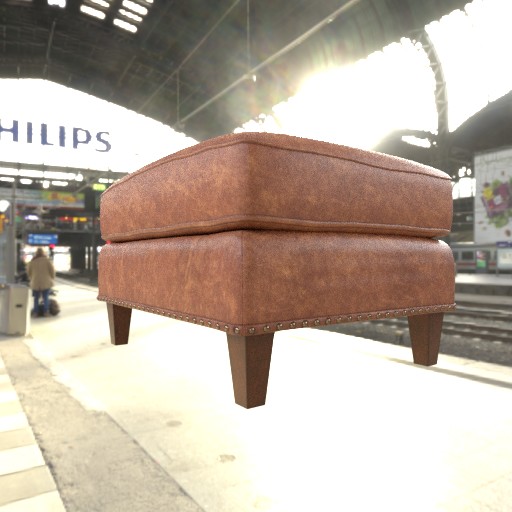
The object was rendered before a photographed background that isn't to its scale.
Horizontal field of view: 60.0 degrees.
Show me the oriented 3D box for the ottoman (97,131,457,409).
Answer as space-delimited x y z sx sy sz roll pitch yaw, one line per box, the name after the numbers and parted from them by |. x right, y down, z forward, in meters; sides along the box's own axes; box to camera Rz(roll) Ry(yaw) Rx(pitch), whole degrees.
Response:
0.000 0.000 1.113 0.586 0.486 0.742 0 -1 -36 | ottoman
